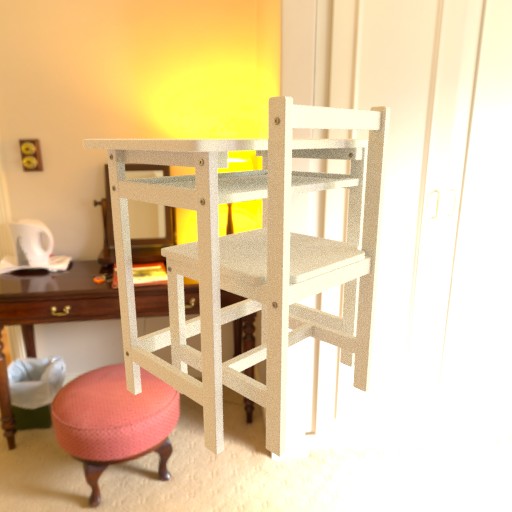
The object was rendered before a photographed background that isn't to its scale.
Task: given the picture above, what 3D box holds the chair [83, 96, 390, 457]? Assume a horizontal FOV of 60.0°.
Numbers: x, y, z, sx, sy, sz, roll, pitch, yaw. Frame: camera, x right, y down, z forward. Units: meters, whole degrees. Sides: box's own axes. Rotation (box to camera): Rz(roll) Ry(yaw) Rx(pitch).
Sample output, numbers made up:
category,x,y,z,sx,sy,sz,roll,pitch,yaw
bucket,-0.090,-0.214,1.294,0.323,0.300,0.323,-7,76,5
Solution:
category,x,y,z,sx,sy,sz,roll,pitch,yaw
chair,0.000,0.000,1.059,0.461,0.673,0.599,14,20,42
